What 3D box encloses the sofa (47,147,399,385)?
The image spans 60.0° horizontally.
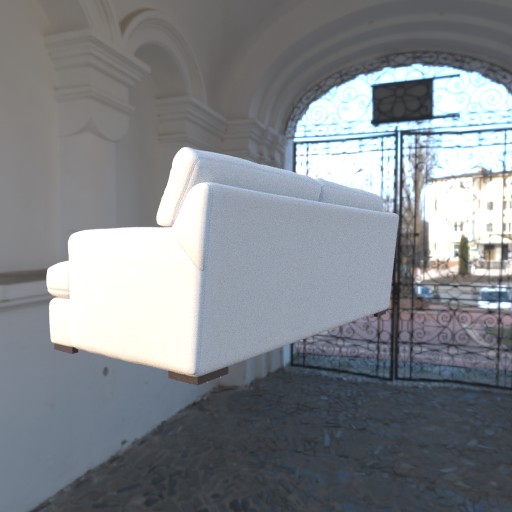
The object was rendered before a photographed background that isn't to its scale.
[{"bbox_3d":[0.000,0.000,2.814,1.143,0.940,2.261,1,2,35],"label":"sofa"}]
